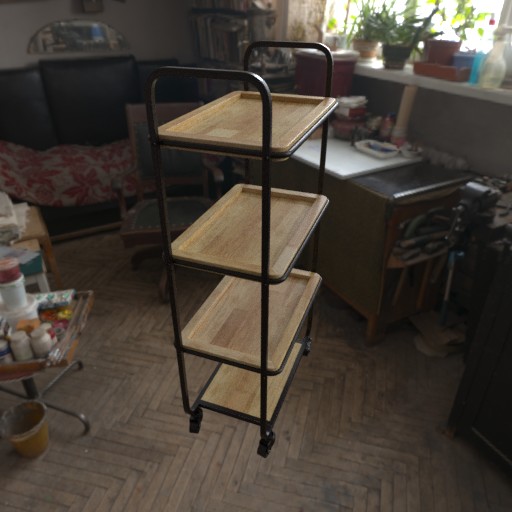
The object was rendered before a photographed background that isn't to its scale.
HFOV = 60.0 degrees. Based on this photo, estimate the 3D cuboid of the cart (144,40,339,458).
[{"bbox_3d":[0.000,0.000,1.284,0.321,1.080,0.545,11,33,18],"label":"cart"}]
